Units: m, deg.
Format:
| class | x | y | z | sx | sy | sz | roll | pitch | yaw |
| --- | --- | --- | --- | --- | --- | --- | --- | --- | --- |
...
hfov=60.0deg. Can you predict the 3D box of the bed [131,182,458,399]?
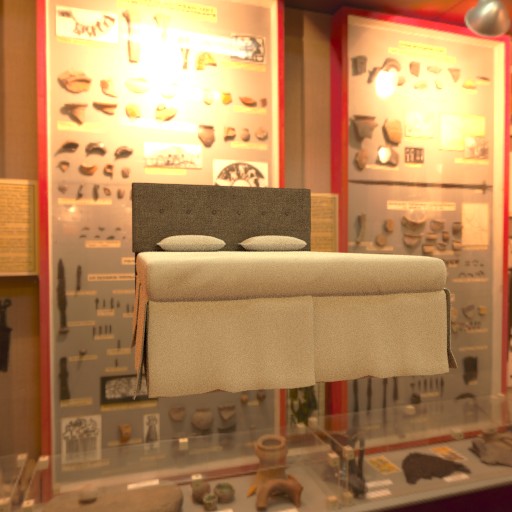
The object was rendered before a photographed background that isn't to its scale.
| class | x | y | z | sx | sy | sz | roll | pitch | yaw |
| --- | --- | --- | --- | --- | --- | --- | --- | --- | --- |
| bed | 0.000 | 0.000 | 2.966 | 1.621 | 1.168 | 1.958 | 0 | 2 | -16 |
